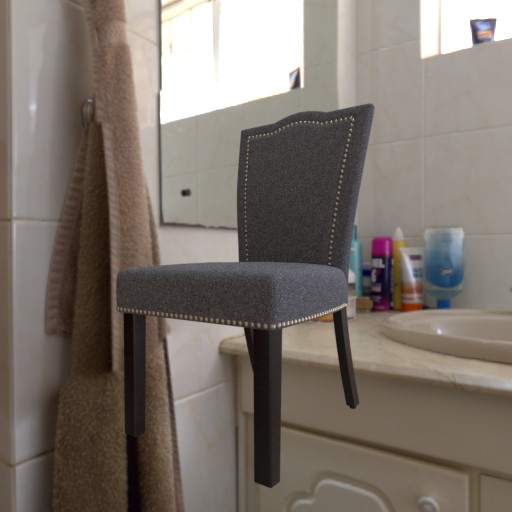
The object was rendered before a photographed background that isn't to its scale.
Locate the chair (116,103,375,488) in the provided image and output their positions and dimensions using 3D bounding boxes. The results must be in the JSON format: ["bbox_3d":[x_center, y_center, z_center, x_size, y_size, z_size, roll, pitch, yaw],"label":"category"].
[{"bbox_3d":[0.000,0.000,1.258,0.518,0.946,0.589,0,0,36],"label":"chair"}]
